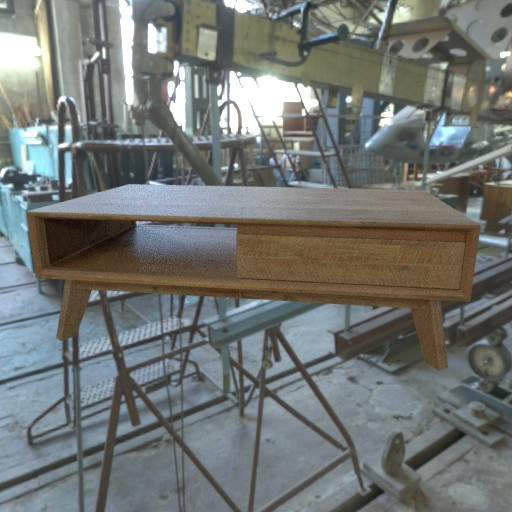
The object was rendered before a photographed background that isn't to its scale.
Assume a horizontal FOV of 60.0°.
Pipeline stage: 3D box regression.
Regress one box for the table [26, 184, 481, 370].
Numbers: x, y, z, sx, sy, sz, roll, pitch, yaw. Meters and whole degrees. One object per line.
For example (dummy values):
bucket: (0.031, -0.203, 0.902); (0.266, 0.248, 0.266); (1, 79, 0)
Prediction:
table: (0.000, 0.000, 2.060); (1.619, 0.531, 0.918); (2, 16, 9)
